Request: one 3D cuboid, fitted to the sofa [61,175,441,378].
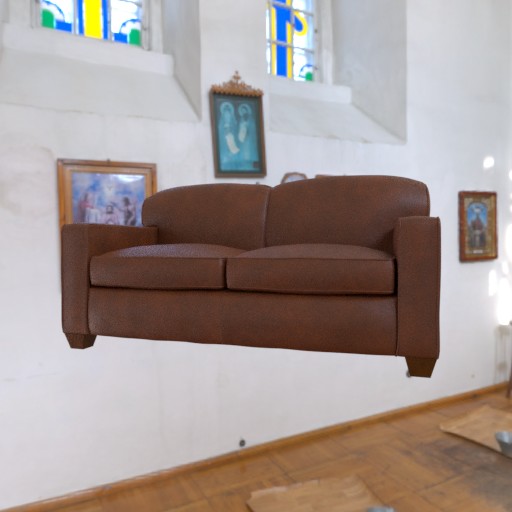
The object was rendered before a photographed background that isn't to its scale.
[{"bbox_3d":[0.000,0.000,2.461,1.856,0.966,1.000,0,1,17],"label":"sofa"}]
